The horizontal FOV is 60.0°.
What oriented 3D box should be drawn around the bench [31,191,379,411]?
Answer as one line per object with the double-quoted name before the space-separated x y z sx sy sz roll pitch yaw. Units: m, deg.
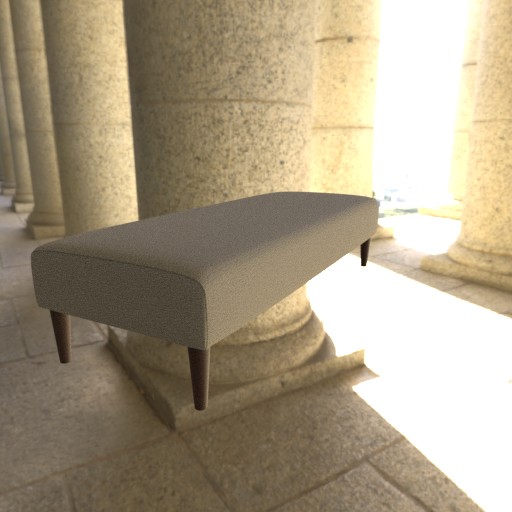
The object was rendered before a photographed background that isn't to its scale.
"bench" 0.000 0.000 1.842 0.646 0.393 1.609 8 16 28
